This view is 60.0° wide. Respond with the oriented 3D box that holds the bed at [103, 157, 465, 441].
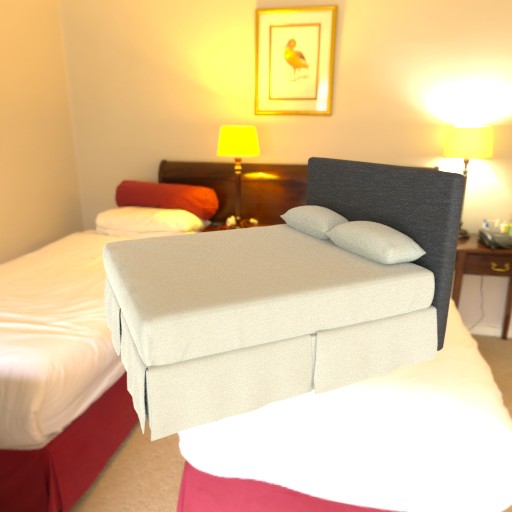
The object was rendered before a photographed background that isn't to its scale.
[{"bbox_3d":[0.000,0.000,3.360,2.142,1.330,1.884,-7,18,-23],"label":"bed"}]
